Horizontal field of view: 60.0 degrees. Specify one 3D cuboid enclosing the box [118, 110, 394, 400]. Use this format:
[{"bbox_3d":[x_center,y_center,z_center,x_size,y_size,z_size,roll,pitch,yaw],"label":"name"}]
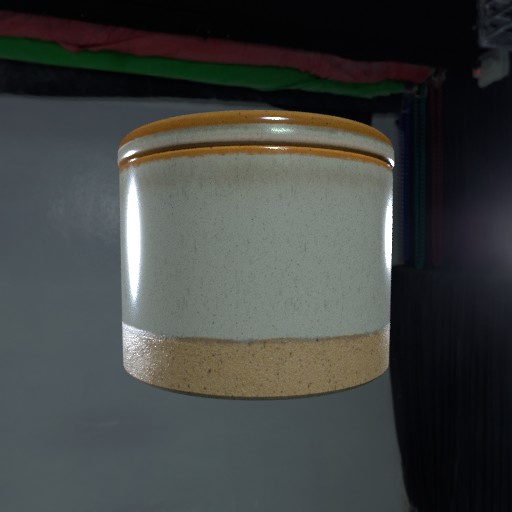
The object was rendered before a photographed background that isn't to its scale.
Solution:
[{"bbox_3d":[0.000,0.000,0.207,0.123,0.100,0.123,0,1,0],"label":"box"}]
